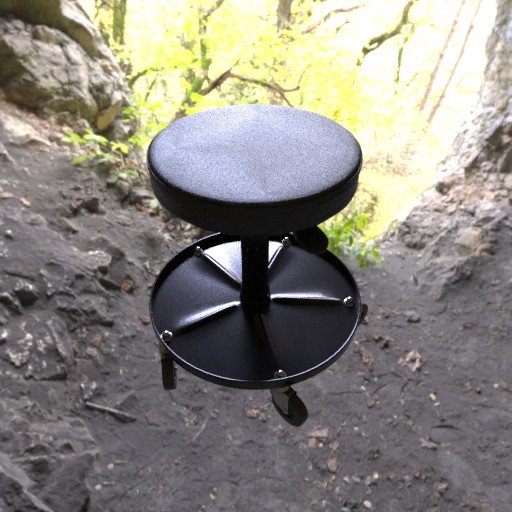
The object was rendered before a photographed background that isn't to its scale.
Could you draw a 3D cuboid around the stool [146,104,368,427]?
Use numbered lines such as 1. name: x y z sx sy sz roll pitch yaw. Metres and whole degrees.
1. stool: 0.000 0.000 0.675 0.381 0.365 0.382 -26 47 -26
